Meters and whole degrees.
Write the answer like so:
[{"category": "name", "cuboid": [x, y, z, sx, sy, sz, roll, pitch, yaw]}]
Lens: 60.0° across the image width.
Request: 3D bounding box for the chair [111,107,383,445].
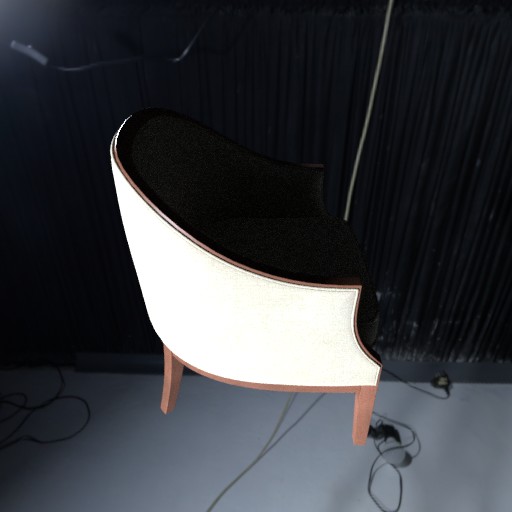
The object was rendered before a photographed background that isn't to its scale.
[{"category": "chair", "cuboid": [0.000, 0.000, 1.438, 0.735, 0.876, 0.803, 0, 33, 1]}]
